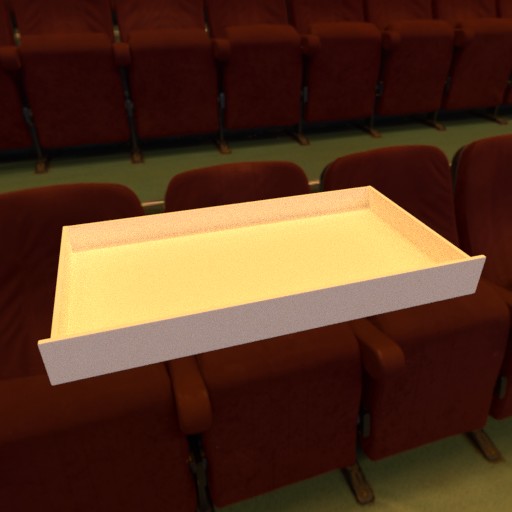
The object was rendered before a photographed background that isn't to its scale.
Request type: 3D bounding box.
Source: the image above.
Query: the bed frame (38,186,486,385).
[{"bbox_3d":[0.000,0.000,1.526,1.300,0.141,0.670,-9,33,-15],"label":"bed frame"}]
